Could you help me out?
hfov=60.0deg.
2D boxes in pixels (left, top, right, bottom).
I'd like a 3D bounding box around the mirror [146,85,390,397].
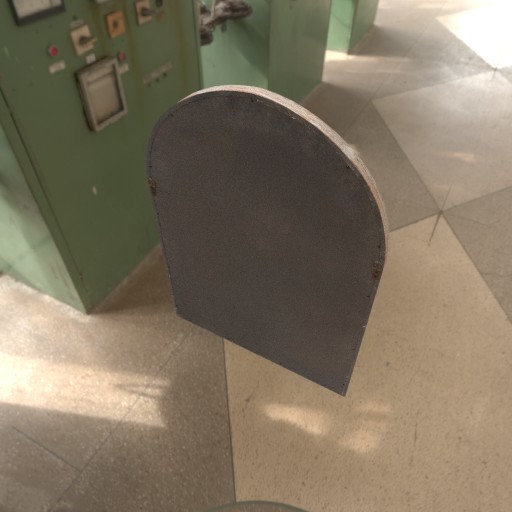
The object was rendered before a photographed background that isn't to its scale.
[{"bbox_3d":[0.000,0.000,1.195,0.660,0.920,0.032,22,49,20],"label":"mirror"}]
